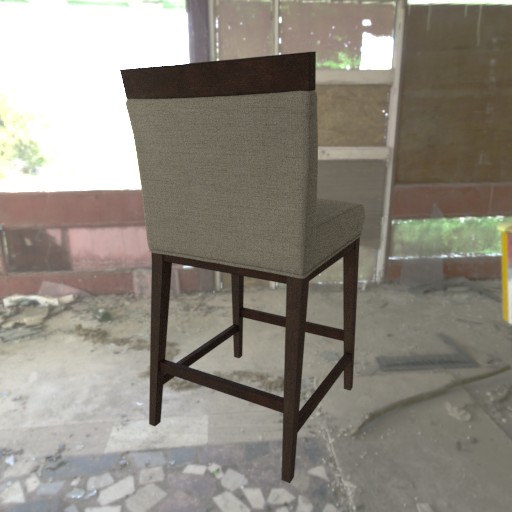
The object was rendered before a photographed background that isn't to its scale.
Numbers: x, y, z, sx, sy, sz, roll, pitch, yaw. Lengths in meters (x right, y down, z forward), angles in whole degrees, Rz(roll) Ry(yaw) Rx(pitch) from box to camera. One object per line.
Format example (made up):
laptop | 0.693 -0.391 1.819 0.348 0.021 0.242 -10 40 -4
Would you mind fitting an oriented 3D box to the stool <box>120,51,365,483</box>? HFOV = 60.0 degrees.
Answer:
stool | 0.000 0.000 1.302 0.512 1.009 0.531 9 18 29
